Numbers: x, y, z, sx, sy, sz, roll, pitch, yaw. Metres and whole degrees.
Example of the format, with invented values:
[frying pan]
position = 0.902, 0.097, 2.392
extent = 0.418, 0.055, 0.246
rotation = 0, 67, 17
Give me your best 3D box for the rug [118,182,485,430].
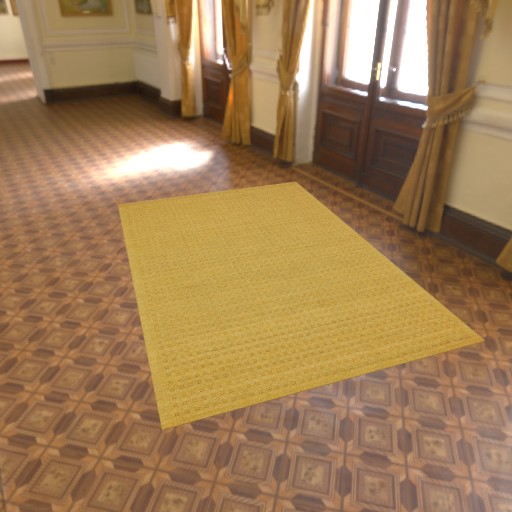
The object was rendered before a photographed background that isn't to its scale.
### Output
[rug]
position = 0.000, 0.000, 3.632
extent = 1.981, 0.006, 2.895
rotation = -10, 32, -17
